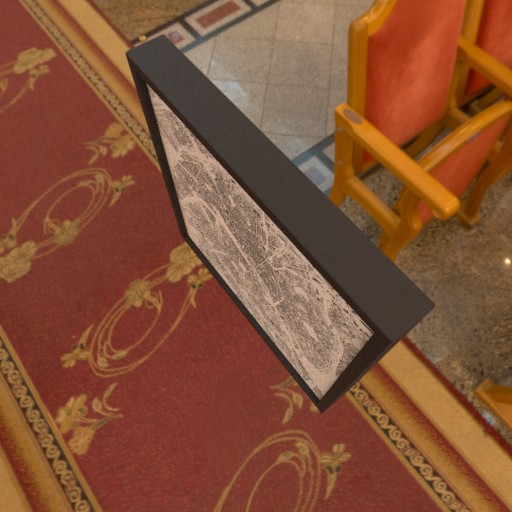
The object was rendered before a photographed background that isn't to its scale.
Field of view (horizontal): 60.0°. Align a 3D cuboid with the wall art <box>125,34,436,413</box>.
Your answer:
[{"bbox_3d":[0.000,0.000,0.448,0.037,0.305,0.305,-34,68,-16],"label":"wall art"}]
